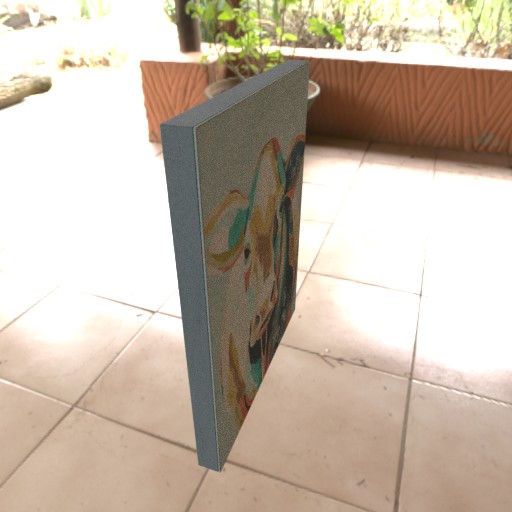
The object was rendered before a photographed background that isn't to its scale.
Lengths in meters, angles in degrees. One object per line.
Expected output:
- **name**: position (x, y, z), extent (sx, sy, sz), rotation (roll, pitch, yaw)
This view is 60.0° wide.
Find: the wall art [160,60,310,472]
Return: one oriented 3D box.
- **wall art**: position (0.000, 0.000, 0.690), extent (0.037, 0.509, 0.409), rotation (11, 33, 17)
